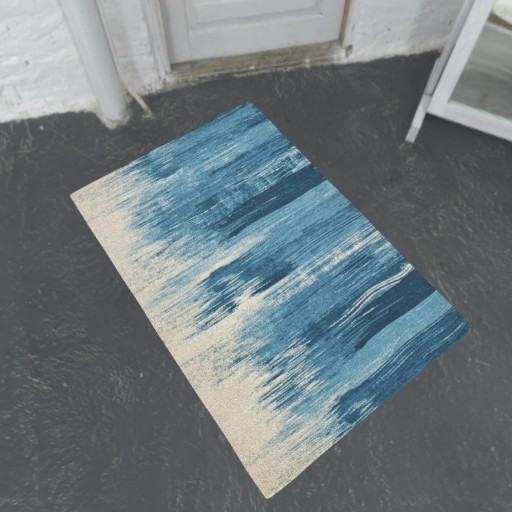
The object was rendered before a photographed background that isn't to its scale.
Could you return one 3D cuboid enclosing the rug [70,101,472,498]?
[{"bbox_3d":[0.000,0.000,2.277,1.232,0.009,1.836,-33,67,-16],"label":"rug"}]
